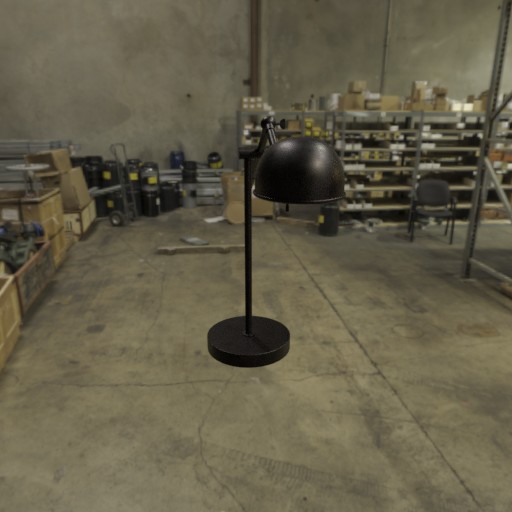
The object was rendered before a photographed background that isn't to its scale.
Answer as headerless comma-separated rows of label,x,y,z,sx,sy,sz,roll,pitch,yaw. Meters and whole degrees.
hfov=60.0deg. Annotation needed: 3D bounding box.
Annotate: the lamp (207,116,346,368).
lamp,0.000,0.000,0.823,0.185,0.495,0.567,-3,18,-8
